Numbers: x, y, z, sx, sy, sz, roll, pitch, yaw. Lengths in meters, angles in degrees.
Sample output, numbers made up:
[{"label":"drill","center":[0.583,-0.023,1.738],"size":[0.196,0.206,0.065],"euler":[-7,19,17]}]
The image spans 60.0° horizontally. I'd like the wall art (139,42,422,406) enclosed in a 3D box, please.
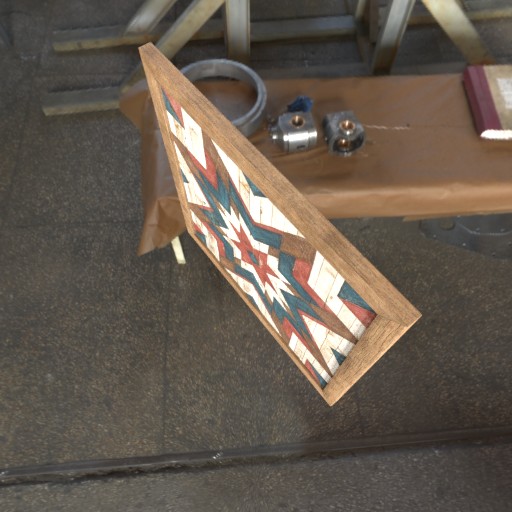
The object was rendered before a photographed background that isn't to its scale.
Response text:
[{"label":"wall art","center":[0.000,0.000,1.026],"size":[0.029,0.691,0.695],"euler":[-35,68,-16]}]
